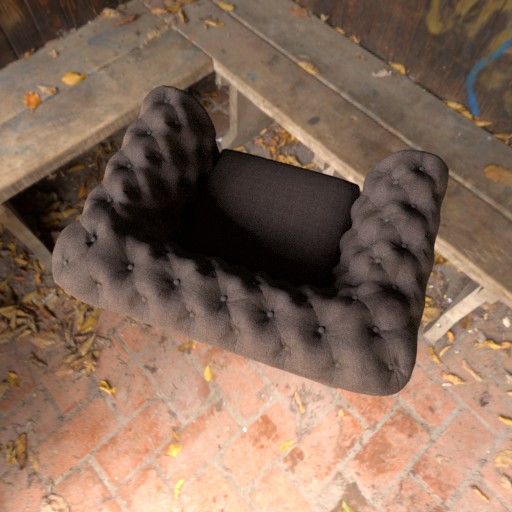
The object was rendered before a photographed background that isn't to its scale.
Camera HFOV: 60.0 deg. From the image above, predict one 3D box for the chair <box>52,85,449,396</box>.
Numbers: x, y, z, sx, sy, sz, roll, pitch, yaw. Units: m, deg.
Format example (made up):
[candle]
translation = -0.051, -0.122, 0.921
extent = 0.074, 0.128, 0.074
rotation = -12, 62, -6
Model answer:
[chair]
translation = 0.000, 0.000, 1.873
extent = 1.298, 0.780, 0.945
rotation = 17, 65, 8
